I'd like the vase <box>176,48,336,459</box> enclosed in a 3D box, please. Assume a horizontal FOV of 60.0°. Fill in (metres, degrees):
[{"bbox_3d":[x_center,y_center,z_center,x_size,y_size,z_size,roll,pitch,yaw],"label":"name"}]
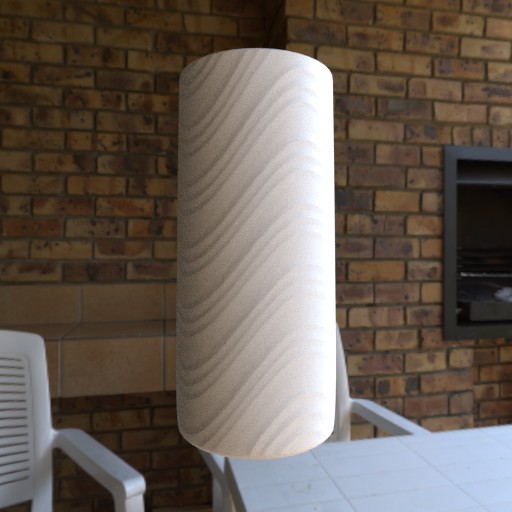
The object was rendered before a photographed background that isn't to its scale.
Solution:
[{"bbox_3d":[0.000,0.000,0.404,0.143,0.316,0.143,0,0,0],"label":"vase"}]
